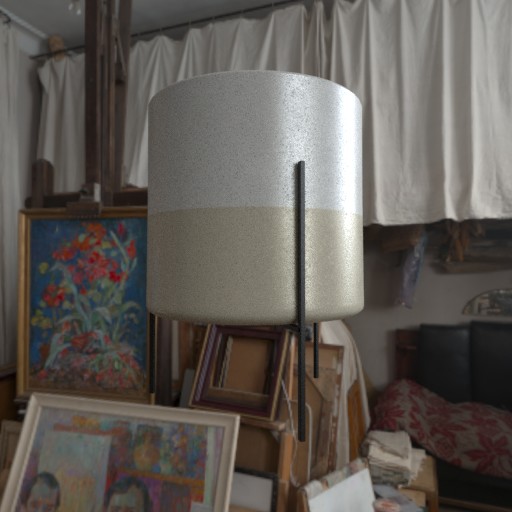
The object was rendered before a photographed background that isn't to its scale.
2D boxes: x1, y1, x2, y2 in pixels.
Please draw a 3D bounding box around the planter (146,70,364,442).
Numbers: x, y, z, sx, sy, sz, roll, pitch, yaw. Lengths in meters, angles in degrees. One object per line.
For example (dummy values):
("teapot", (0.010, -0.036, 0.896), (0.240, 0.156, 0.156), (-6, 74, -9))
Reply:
("planter", (0.000, 0.000, 0.748), (0.359, 0.484, 0.368), (0, -1, -19))
